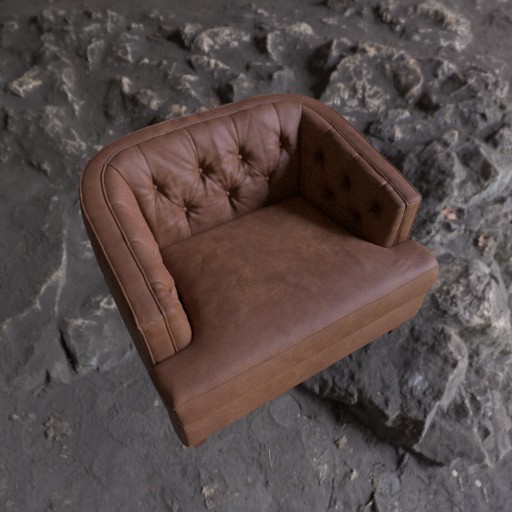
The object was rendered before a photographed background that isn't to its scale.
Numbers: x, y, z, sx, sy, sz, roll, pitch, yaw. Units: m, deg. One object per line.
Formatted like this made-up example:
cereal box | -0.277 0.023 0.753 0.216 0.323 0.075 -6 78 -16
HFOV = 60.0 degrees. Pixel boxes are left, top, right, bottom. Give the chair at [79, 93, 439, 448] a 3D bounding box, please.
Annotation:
chair | 0.000 0.000 1.753 1.119 0.836 0.911 -24 51 -21
